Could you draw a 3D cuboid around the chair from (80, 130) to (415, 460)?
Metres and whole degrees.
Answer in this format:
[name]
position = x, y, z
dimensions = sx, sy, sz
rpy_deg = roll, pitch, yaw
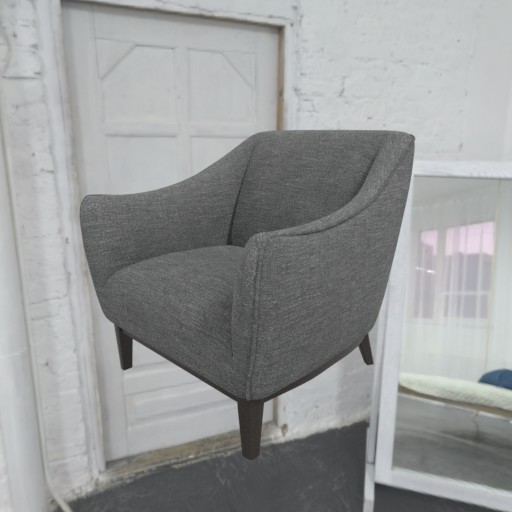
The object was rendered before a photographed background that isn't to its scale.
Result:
[chair]
position = 0.000, 0.000, 1.513
dimensions = 0.870, 0.829, 0.851
rpy_deg = 15, 22, 43
